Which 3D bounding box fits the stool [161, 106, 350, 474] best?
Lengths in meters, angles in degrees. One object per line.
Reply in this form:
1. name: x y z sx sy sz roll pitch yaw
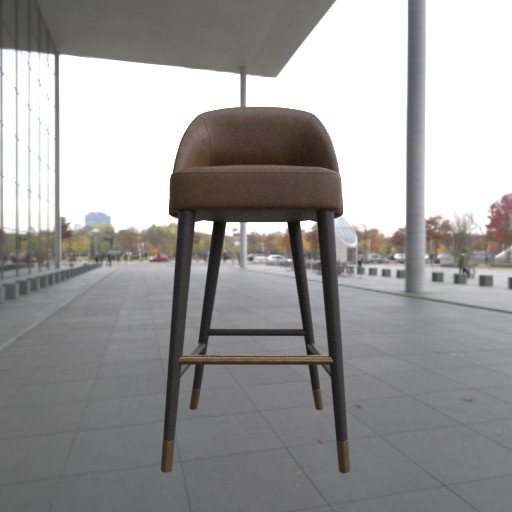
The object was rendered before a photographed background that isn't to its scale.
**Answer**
1. stool: 0.000 0.000 1.305 0.494 1.037 0.509 0 0 0
